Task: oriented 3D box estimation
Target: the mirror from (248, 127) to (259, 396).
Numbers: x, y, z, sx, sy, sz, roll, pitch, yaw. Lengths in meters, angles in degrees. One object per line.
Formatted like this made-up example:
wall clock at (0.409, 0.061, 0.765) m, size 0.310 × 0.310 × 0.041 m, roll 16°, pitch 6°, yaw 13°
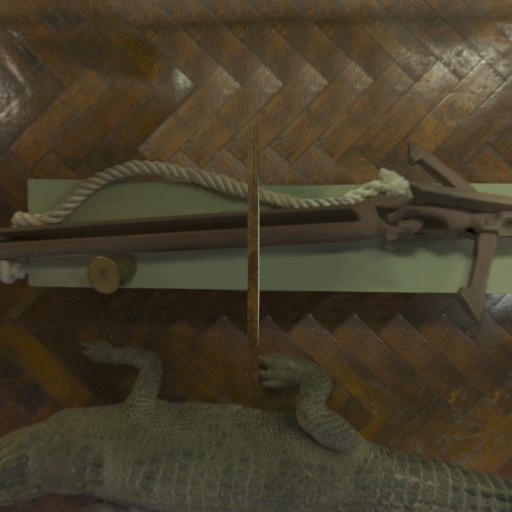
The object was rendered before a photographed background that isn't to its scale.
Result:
mirror at (0.000, 0.000, 2.352) m, size 0.032 × 2.031 × 0.812 m, roll 0°, pitch 91°, yaw 1°
